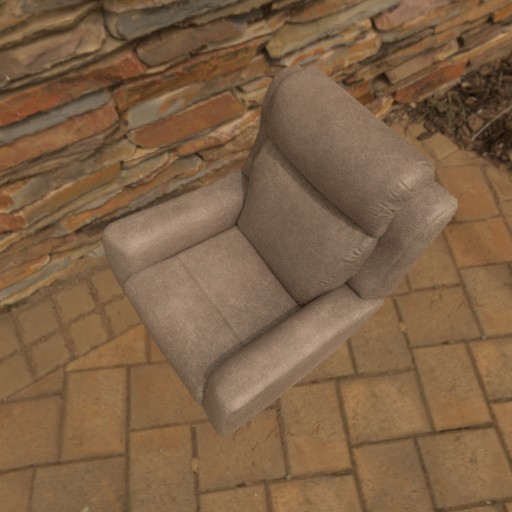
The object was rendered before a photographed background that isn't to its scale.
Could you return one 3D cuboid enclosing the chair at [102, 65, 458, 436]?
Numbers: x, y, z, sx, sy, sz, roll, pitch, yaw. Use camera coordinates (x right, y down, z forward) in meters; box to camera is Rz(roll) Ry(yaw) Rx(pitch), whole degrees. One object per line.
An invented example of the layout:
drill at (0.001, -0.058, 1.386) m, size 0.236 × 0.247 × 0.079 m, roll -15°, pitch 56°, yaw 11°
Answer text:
chair at (0.000, 0.000, 1.869) m, size 1.068 × 1.116 × 0.967 m, roll -33°, pitch 67°, yaw -16°
